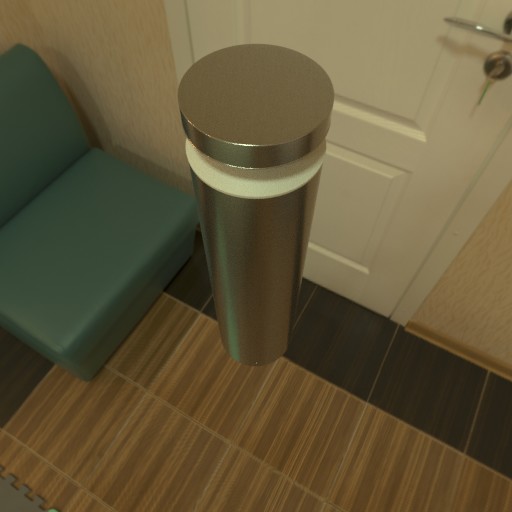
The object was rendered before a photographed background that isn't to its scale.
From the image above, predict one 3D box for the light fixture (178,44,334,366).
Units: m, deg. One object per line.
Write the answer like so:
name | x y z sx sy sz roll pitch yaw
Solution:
light fixture | 0.000 0.000 0.452 0.102 0.400 0.102 0 58 0
